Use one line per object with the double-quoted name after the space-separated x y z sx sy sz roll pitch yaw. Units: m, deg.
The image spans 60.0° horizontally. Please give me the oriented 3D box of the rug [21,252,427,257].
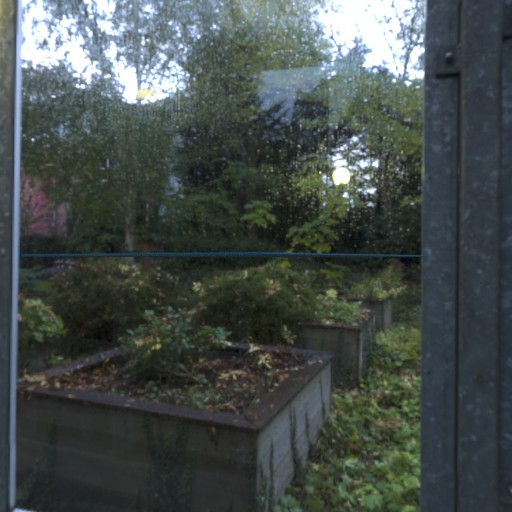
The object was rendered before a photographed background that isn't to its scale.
0.000 0.000 2.880 1.594 0.013 2.213 0 0 35 "rug"
